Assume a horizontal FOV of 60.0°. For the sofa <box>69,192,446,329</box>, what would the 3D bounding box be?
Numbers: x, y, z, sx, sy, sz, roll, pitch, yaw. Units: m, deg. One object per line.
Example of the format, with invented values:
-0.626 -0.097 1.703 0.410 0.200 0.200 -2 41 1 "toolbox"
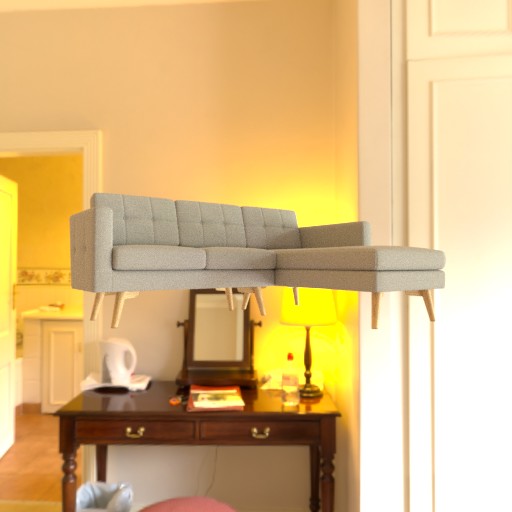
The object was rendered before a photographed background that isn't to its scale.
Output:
0.000 0.000 2.966 2.040 0.860 1.530 1 -1 -36 "sofa"
